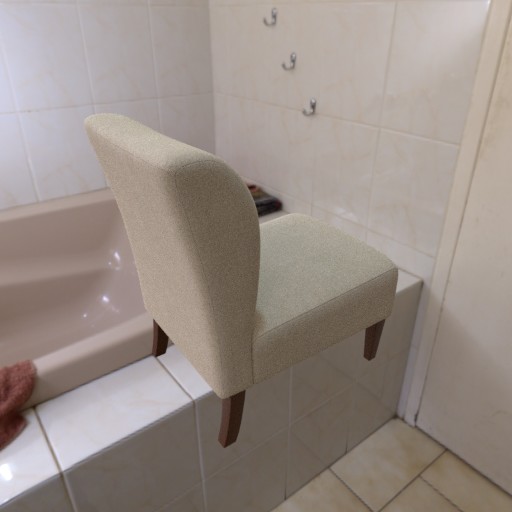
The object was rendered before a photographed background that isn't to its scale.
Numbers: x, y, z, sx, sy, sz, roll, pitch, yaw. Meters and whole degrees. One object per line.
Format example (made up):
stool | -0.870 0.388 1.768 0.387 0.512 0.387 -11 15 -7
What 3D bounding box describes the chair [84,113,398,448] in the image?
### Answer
chair | 0.000 0.000 1.340 0.754 0.833 0.521 -18 33 -30
